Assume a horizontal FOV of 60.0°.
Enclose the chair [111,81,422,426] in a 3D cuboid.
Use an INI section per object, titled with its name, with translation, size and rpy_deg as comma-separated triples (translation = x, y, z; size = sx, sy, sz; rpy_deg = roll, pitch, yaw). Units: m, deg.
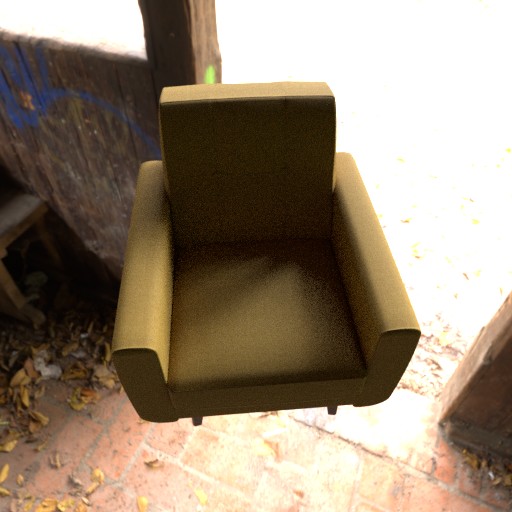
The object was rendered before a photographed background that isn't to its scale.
[chair]
translation = 0.000, 0.000, 1.524
size = 0.831, 0.841, 0.909
rpy_deg = -3, 47, -3
